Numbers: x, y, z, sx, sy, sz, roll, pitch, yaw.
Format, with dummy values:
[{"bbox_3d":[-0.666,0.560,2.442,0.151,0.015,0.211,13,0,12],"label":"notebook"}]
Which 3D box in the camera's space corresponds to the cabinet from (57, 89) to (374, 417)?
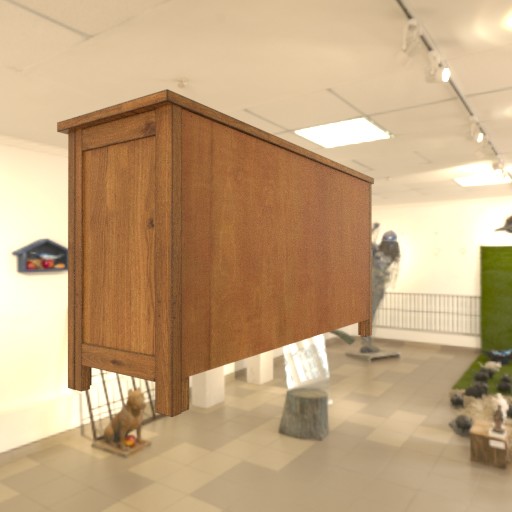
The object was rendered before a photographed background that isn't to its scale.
[{"bbox_3d":[0.000,0.000,1.829,0.480,0.813,1.474,0,0,34],"label":"cabinet"}]
